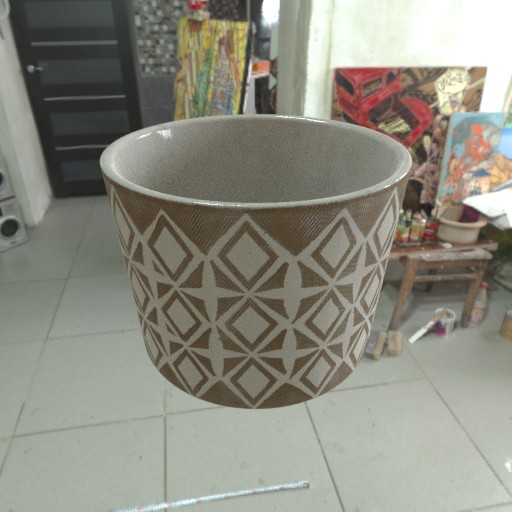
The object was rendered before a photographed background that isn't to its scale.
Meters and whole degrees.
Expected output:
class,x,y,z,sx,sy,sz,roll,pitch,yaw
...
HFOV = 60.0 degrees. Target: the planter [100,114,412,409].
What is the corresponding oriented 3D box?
class,x,y,z,sx,sy,sz,roll,pitch,yaw
planter,0.000,0.000,0.440,0.260,0.220,0.260,0,30,0
